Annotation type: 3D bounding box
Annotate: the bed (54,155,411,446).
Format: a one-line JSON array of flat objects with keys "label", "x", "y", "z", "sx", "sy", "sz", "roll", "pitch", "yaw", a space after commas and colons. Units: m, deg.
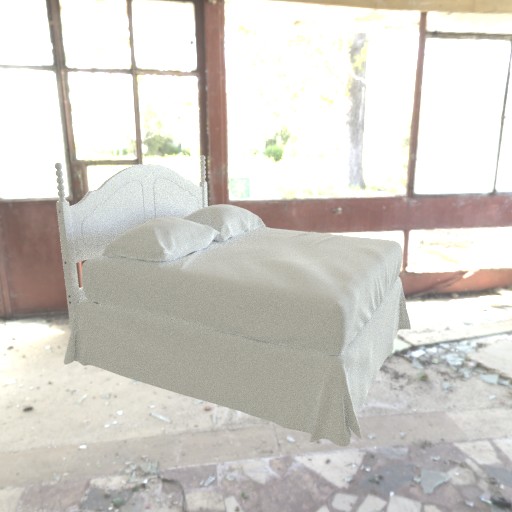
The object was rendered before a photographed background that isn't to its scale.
[{"label": "bed", "x": 0.000, "y": 0.000, "z": 3.209, "sx": 2.040, "sy": 1.356, "sz": 1.873, "roll": 8, "pitch": 16, "yaw": 27}]
